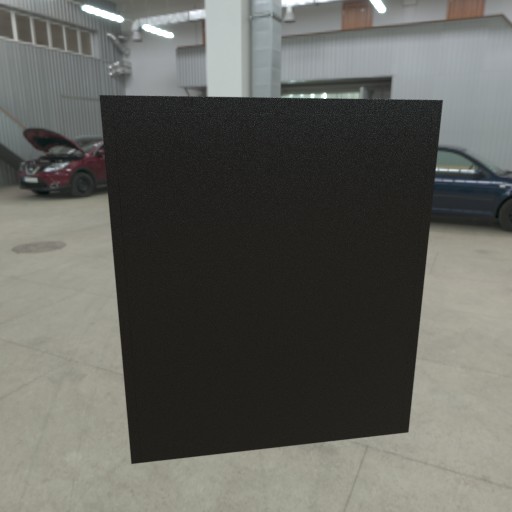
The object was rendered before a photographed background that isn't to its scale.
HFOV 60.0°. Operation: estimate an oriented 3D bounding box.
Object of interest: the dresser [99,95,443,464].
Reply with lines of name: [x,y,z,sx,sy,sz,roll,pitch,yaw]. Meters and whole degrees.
dresser: [0.000,0.000,0.738,0.400,0.470,0.360,-2,15,-9]
